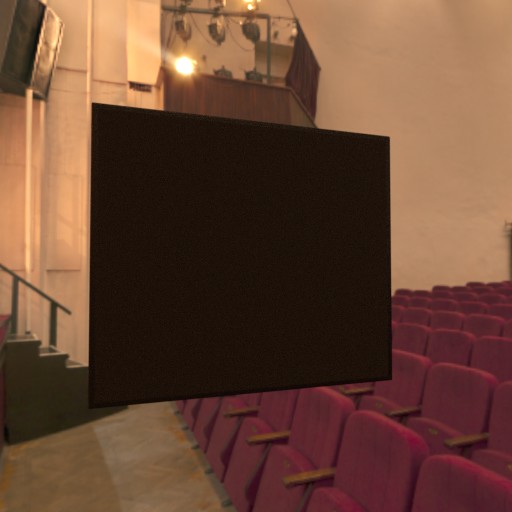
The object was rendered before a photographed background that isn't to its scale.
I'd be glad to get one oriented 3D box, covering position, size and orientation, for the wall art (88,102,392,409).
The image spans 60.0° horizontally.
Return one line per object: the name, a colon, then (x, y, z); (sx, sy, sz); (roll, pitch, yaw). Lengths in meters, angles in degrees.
wall art: (0.000, 0.000, 0.743); (0.521, 0.450, 0.018); (1, -2, -19)
